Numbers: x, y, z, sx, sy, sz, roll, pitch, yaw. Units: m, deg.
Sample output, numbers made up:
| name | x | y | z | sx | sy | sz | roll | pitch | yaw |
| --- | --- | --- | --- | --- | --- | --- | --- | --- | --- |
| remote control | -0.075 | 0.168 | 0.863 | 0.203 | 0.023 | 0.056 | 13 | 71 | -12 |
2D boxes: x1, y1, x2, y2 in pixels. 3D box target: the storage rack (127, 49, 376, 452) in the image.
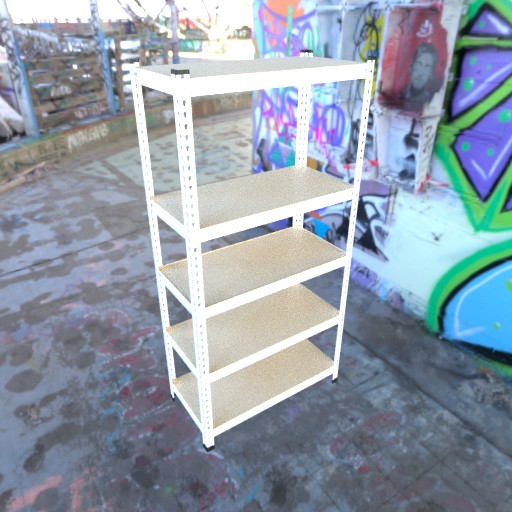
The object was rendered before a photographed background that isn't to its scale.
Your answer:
| name | x | y | z | sx | sy | sz | roll | pitch | yaw |
| --- | --- | --- | --- | --- | --- | --- | --- | --- | --- |
| storage rack | 0.000 | 0.000 | 2.232 | 0.914 | 1.829 | 0.457 | -18 | 34 | -29 |
